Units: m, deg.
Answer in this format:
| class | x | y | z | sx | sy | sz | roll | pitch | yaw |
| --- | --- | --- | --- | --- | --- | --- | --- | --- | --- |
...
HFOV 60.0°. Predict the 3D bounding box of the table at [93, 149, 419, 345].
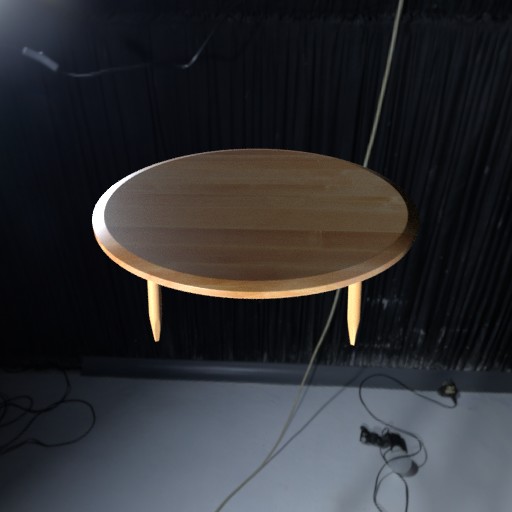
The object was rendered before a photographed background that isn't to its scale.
| class | x | y | z | sx | sy | sz | roll | pitch | yaw |
| --- | --- | --- | --- | --- | --- | --- | --- | --- | --- |
| table | 0.000 | 0.000 | 1.380 | 0.900 | 0.400 | 0.900 | 0 | 32 | 0 |
